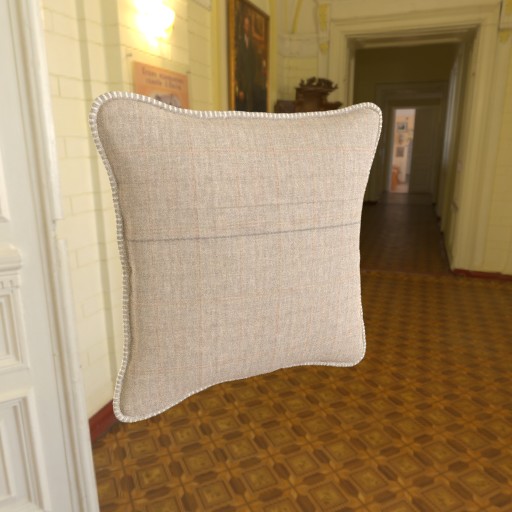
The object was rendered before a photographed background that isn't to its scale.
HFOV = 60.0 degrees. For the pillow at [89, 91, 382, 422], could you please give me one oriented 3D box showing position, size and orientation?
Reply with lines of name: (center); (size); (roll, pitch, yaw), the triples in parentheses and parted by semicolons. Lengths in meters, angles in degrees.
pillow: (0.000, 0.000, 0.729); (0.485, 0.494, 0.124); (-7, 16, -24)
